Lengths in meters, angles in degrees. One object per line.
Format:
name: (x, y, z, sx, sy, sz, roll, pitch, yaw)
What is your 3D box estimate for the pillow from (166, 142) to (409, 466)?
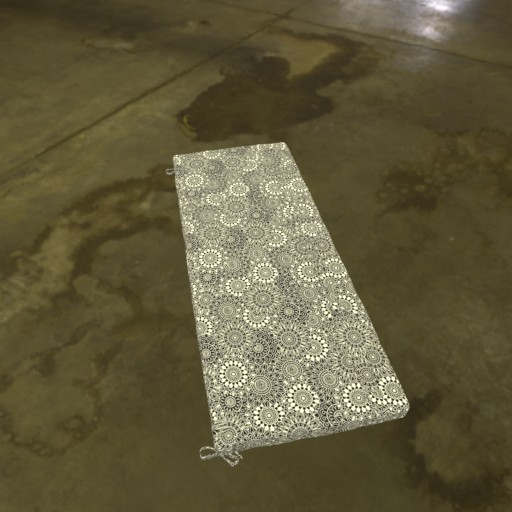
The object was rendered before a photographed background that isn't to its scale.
pillow: (0.000, 0.000, 1.383, 0.492, 0.081, 1.187, -9, 47, -8)
